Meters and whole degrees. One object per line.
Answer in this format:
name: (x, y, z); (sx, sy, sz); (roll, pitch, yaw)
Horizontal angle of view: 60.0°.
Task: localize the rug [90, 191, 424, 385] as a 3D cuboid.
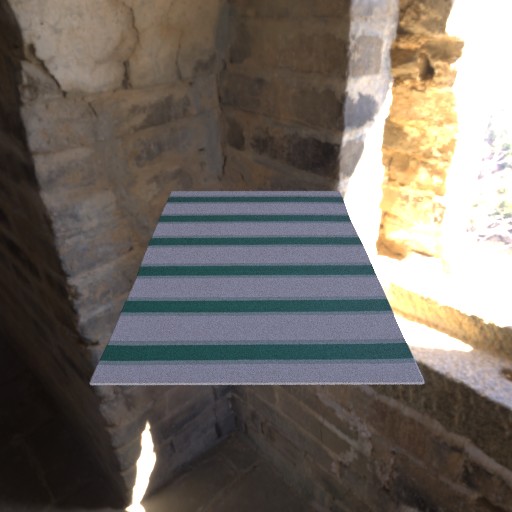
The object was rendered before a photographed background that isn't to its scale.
rug: (0.000, 0.000, 2.385); (1.210, 0.012, 1.829); (0, 30, 0)
